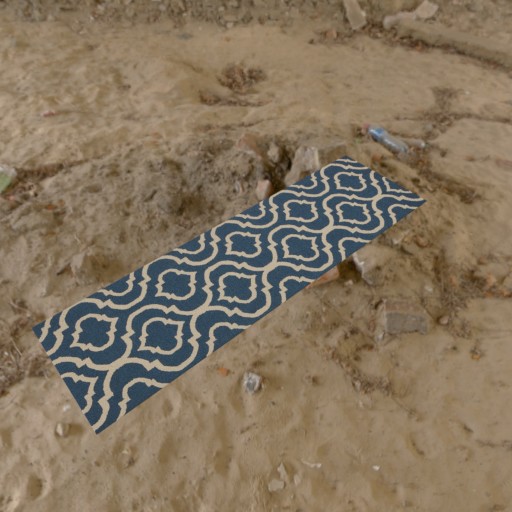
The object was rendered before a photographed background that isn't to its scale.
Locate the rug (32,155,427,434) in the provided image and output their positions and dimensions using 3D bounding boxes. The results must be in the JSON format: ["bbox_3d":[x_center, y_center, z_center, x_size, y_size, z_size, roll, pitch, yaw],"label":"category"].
[{"bbox_3d":[0.000,0.000,2.500,2.296,0.006,0.685,-32,54,-27],"label":"rug"}]
